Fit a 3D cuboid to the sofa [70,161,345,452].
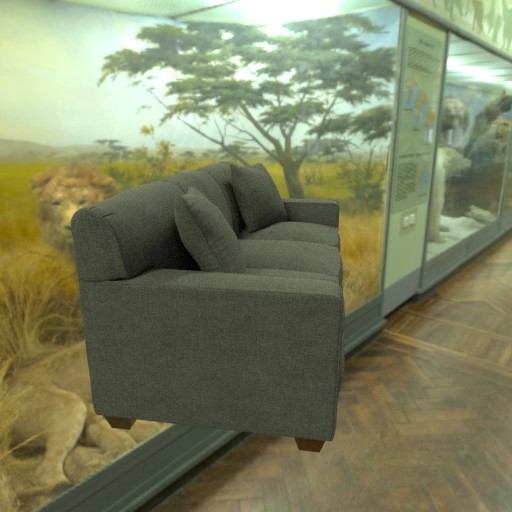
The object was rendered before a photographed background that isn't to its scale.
[{"bbox_3d":[0.000,0.000,2.518,0.997,0.958,2.024,3,17,9],"label":"sofa"}]
